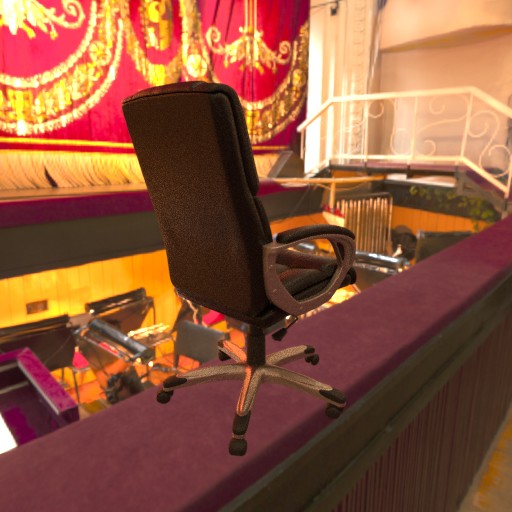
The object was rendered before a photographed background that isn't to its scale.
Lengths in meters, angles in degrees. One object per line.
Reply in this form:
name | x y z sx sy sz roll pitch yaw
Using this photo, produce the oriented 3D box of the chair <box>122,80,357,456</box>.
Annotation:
chair | 0.000 0.000 1.654 0.780 1.145 0.700 -13 19 -43
